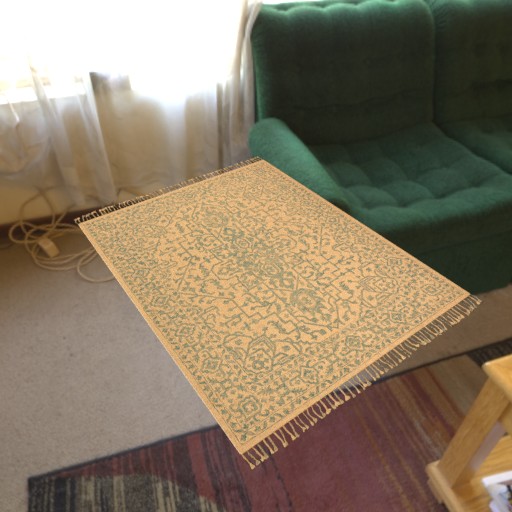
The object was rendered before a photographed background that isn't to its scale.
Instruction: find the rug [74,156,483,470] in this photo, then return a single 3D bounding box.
[{"bbox_3d":[0.000,0.000,4.284,2.464,0.010,3.327,-25,46,-27],"label":"rug"}]
